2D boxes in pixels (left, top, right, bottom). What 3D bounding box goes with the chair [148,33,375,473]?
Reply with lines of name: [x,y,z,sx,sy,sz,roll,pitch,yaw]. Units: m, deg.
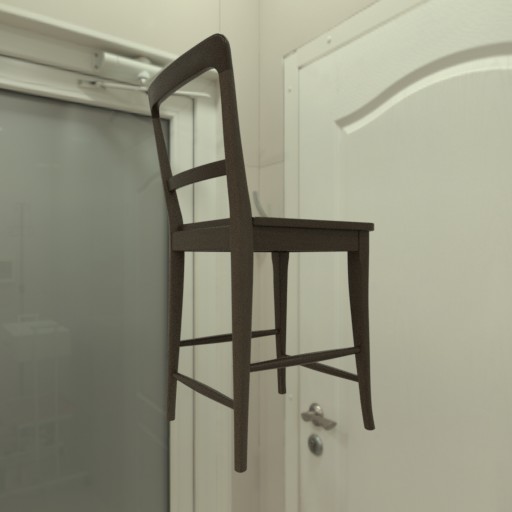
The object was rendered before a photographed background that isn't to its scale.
chair: [0.000,0.000,1.284,0.546,0.991,0.450,0,0,-35]
